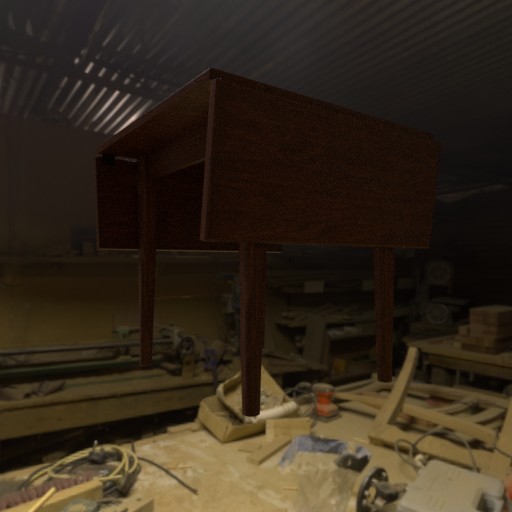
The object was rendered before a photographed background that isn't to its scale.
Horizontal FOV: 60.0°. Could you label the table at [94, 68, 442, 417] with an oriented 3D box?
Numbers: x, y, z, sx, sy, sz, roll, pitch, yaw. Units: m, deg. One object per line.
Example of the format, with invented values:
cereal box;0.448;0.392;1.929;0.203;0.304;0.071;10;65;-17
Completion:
table;0.000;0.000;1.464;0.812;0.763;0.843;1;-1;-36
